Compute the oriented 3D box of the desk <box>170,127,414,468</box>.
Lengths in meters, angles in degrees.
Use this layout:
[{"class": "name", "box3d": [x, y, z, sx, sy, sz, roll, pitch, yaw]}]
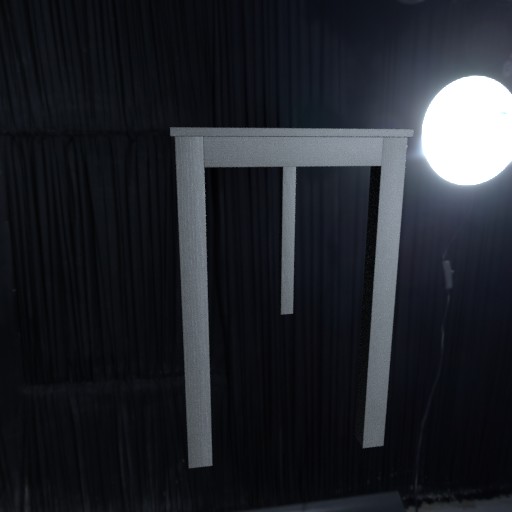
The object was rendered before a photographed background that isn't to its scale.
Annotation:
[{"class": "desk", "box3d": [0.000, 0.000, 1.446, 0.499, 0.762, 0.991, -2, 14, -9]}]
